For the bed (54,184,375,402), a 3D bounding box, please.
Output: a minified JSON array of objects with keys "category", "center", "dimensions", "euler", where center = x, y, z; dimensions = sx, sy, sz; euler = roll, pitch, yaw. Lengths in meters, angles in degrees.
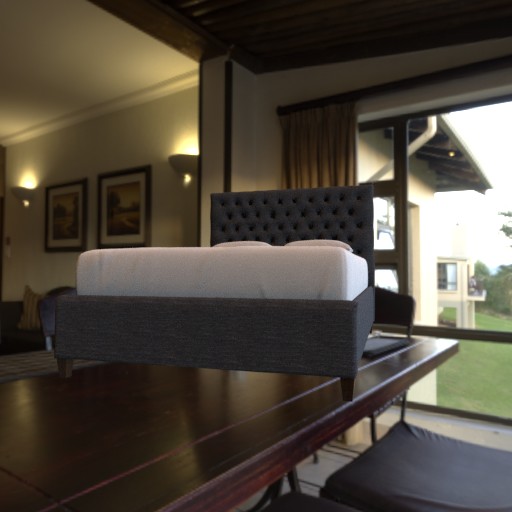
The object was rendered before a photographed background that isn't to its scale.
[{"category":"bed","center":[0.000,0.000,3.404],"dimensions":[1.698,1.427,2.387],"euler":[-1,-2,17]}]
